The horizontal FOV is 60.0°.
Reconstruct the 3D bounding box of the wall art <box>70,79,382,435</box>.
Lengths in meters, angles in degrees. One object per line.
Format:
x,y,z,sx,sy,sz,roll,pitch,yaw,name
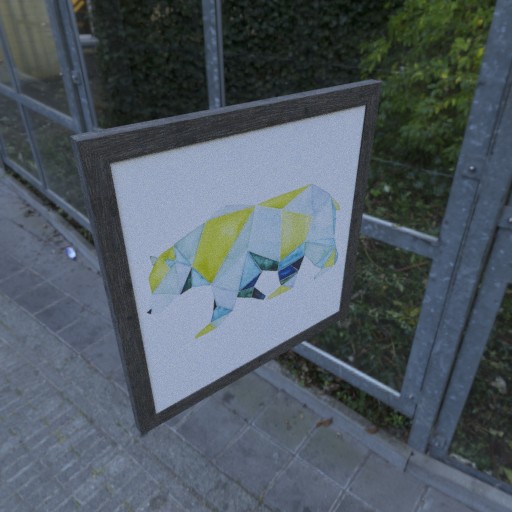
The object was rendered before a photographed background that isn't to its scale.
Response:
0.000,0.000,0.683,0.462,0.459,0.027,-23,39,-31,wall art
